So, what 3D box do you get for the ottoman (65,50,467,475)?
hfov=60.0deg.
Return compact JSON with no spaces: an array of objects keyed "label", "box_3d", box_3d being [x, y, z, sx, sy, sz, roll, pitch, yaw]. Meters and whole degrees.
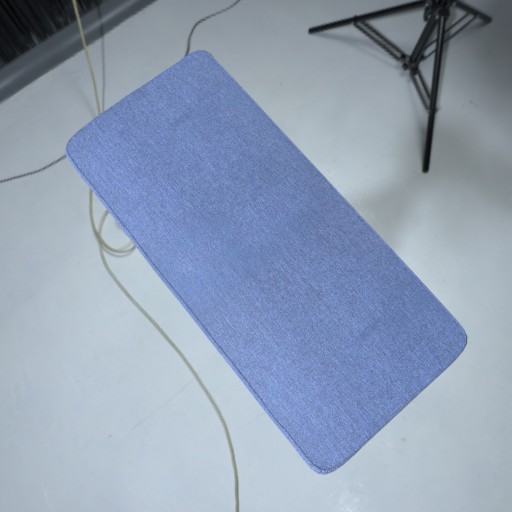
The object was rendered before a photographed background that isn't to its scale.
[{"label":"ottoman","box_3d":[0.000,0.000,1.342,0.515,0.460,1.110,-39,79,-9]}]
